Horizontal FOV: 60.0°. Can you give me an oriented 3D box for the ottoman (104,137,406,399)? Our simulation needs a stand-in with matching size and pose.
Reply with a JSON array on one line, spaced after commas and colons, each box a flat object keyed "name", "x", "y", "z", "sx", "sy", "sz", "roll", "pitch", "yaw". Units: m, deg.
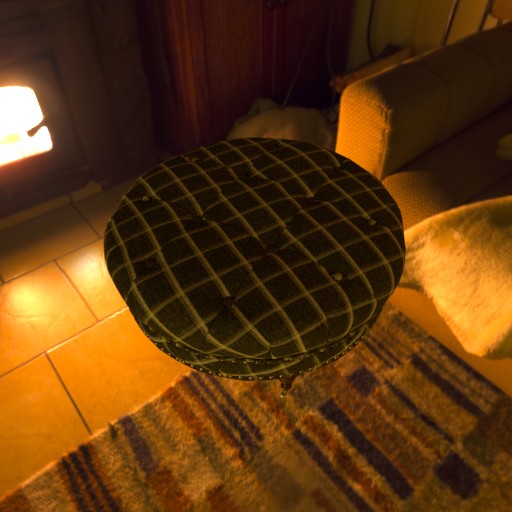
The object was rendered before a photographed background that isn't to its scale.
[{"name": "ottoman", "x": 0.000, "y": 0.000, "z": 1.438, "sx": 0.901, "sy": 0.439, "sz": 0.901, "roll": 0, "pitch": 45, "yaw": 0}]
